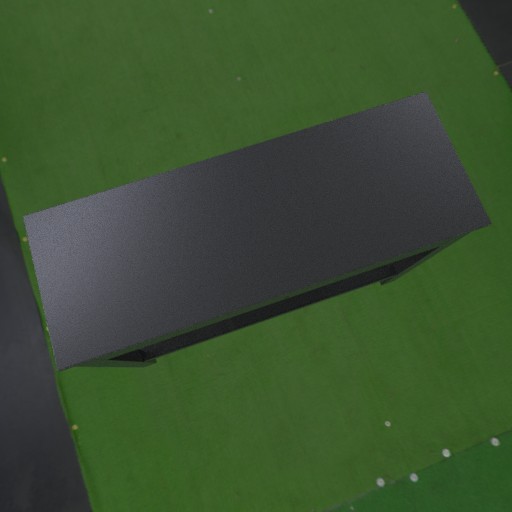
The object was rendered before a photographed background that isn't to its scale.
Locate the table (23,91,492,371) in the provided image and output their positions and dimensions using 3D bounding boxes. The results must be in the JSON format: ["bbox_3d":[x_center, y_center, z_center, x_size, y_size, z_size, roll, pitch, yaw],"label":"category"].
[{"bbox_3d":[0.000,0.000,1.438,1.068,0.753,0.397,-18,76,-5],"label":"table"}]
